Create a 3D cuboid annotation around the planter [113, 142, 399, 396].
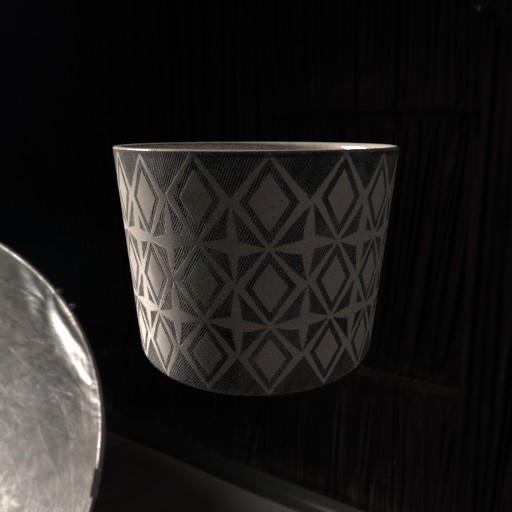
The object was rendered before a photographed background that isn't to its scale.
[{"bbox_3d":[0.000,0.000,0.451,0.260,0.220,0.260,0,16,0],"label":"planter"}]
